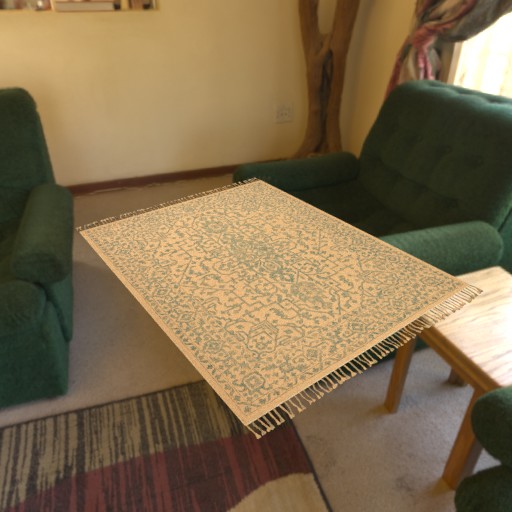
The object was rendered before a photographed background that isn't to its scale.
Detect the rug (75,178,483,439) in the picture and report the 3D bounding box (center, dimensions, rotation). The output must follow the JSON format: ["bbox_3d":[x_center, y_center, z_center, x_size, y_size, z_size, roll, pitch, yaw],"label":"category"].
[{"bbox_3d":[0.000,0.000,4.324,2.464,0.010,3.327,-21,38,-31],"label":"rug"}]
